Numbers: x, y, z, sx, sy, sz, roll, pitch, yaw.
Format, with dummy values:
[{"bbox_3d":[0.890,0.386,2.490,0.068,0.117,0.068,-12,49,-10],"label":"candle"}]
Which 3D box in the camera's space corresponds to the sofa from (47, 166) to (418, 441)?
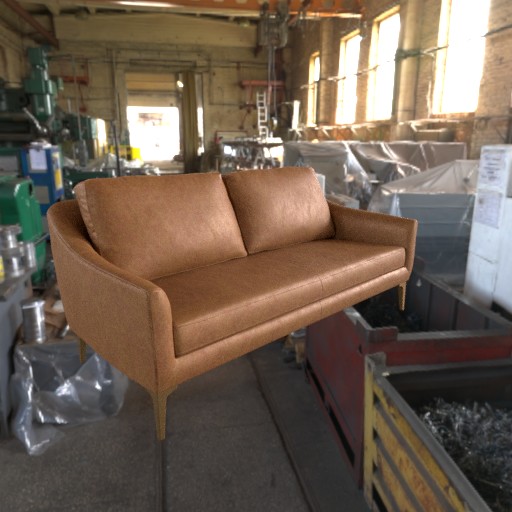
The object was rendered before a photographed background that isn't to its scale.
[{"bbox_3d":[0.000,0.000,2.550,2.036,0.945,0.981,-14,20,-43],"label":"sofa"}]
